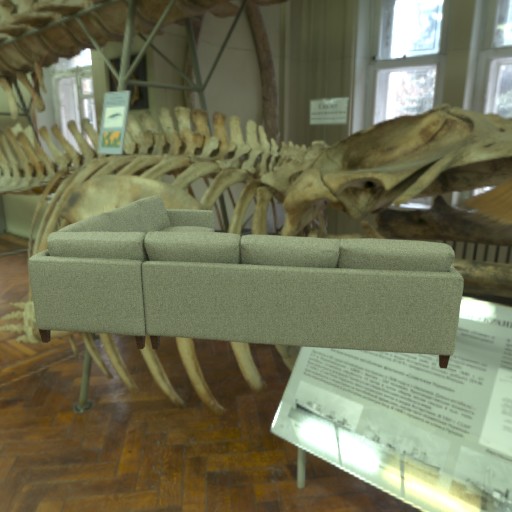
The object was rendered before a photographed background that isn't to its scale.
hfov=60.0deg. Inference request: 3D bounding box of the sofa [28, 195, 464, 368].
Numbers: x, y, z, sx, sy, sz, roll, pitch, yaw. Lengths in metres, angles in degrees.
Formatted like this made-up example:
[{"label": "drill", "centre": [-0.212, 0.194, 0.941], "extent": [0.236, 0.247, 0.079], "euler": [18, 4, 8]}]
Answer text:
[{"label": "sofa", "centre": [0.000, 0.000, 4.522], "extent": [3.302, 0.947, 2.593], "euler": [2, 15, 8]}]
